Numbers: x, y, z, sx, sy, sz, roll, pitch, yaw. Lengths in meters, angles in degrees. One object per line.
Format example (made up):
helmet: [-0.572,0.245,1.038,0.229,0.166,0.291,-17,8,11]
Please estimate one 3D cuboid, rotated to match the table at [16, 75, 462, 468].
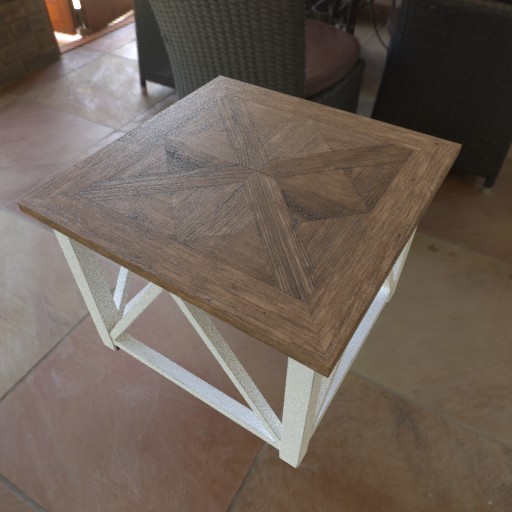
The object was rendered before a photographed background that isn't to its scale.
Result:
table: [0.000,0.000,1.155,0.700,0.532,0.700,25,51,22]
